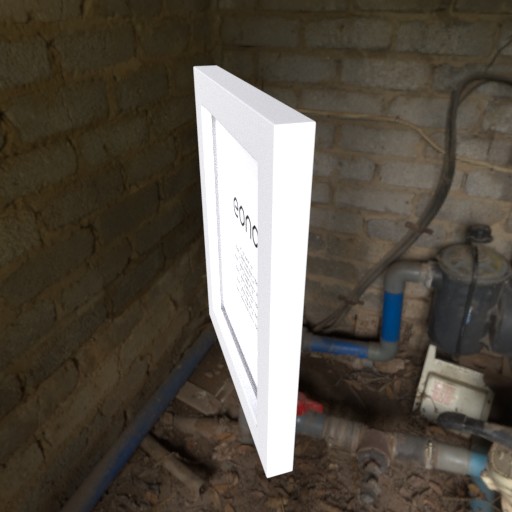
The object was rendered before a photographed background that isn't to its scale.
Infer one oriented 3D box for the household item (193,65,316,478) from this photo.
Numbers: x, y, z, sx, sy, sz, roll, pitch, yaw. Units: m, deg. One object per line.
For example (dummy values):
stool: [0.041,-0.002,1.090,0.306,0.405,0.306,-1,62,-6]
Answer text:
household item: [0.000,0.000,0.343,0.045,0.250,0.200,-9,31,-15]
